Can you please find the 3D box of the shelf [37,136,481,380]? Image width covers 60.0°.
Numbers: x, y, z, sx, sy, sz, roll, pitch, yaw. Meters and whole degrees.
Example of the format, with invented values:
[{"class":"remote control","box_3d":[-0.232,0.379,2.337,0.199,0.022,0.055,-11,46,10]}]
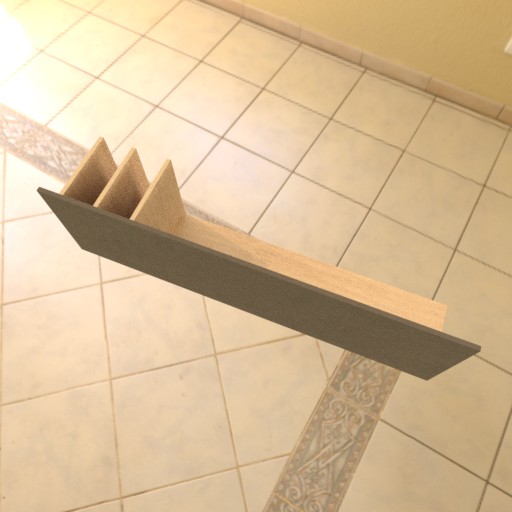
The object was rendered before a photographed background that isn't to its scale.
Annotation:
[{"class":"shelf","box_3d":[0.000,0.000,1.121,1.020,0.300,0.200,20,65,9]}]
